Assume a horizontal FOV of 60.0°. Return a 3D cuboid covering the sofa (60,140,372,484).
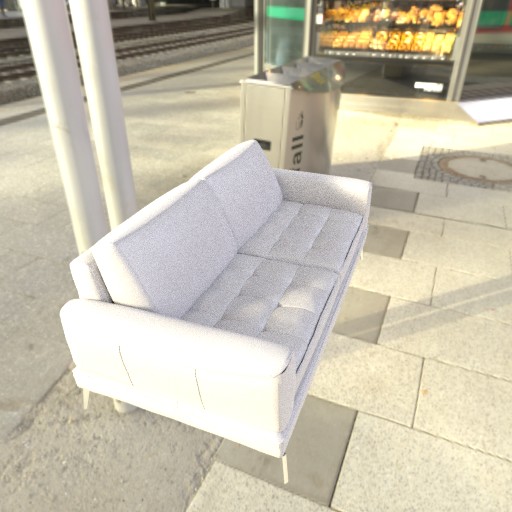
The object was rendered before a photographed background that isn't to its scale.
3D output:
[{"bbox_3d":[0.000,0.000,2.717,1.121,0.930,2.177,11,33,18],"label":"sofa"}]
